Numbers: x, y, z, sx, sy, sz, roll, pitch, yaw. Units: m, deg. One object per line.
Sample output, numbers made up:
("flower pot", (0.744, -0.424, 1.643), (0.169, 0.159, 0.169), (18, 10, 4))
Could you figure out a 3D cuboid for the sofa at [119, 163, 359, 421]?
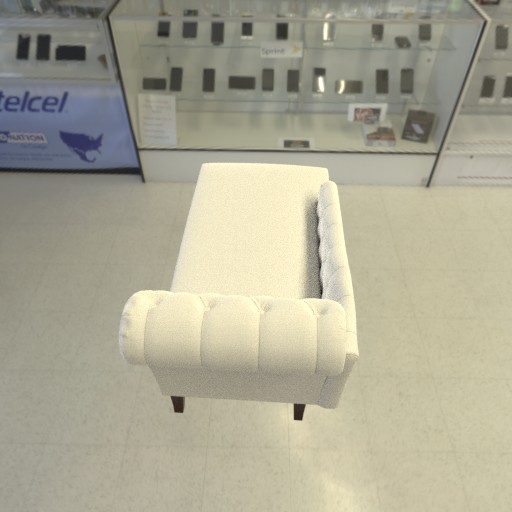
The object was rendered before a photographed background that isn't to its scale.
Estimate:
("sofa", (0.000, 0.000, 1.840), (0.675, 0.787, 1.379), (3, 46, 3))
